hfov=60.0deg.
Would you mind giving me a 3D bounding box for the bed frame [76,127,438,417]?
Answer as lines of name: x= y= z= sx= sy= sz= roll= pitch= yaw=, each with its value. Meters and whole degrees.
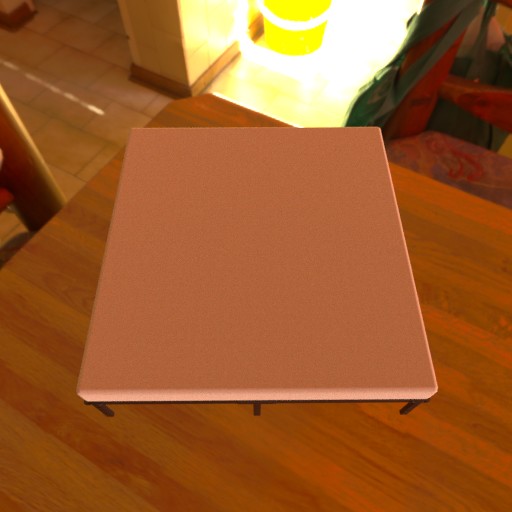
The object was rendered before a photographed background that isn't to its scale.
bed frame: x=0.000 y=0.000 z=3.993 sx=2.526 sy=0.680 sz=2.635 roll=0 pitch=58 yaw=0
